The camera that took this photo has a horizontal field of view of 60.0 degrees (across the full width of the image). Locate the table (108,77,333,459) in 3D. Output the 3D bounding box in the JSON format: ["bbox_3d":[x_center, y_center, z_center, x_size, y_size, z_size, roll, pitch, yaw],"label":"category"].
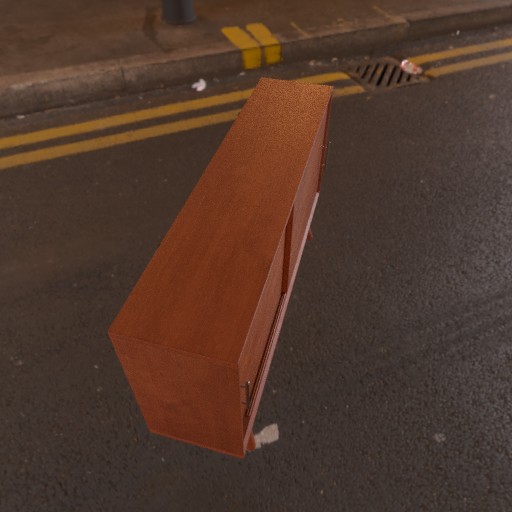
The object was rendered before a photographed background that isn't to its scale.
[{"bbox_3d":[0.000,0.000,1.539,0.308,0.698,1.220,11,47,11],"label":"table"}]
